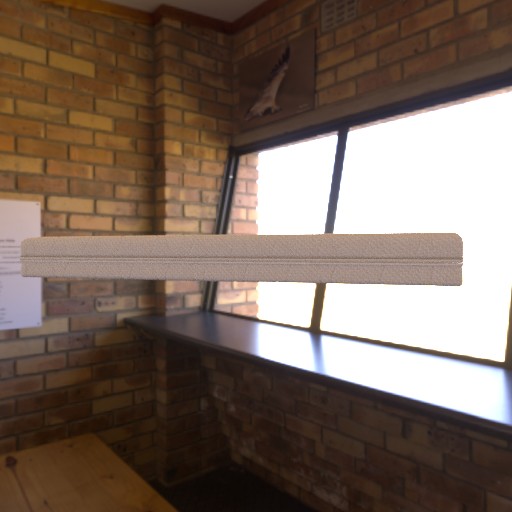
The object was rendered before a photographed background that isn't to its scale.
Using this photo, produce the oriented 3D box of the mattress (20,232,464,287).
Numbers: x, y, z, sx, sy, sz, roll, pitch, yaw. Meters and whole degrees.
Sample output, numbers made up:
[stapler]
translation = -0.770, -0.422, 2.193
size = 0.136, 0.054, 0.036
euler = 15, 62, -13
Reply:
[mattress]
translation = 0.000, 0.000, 2.537
size = 2.000, 0.200, 1.400
euler = 0, 1, 18
